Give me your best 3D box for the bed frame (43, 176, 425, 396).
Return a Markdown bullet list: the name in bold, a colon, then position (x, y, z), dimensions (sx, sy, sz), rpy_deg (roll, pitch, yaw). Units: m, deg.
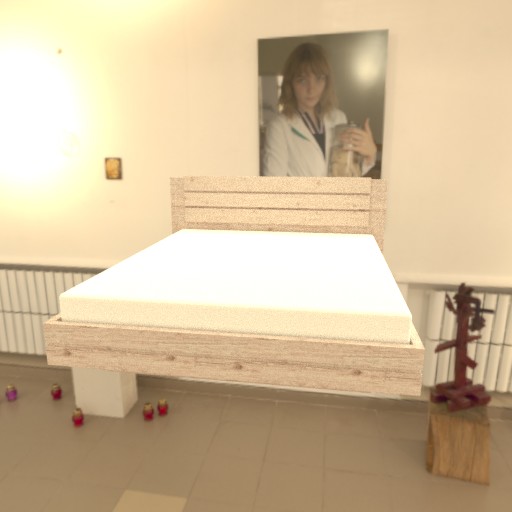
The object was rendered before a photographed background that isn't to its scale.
- **bed frame**: position (0.000, 0.000, 3.078), dimensions (1.950, 0.970, 2.080), rpy_deg (2, 14, 9)
